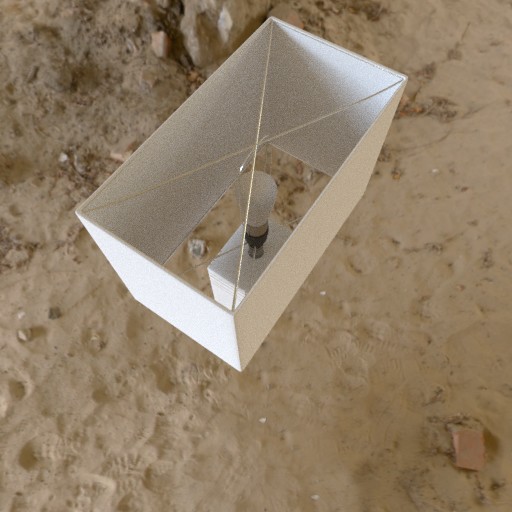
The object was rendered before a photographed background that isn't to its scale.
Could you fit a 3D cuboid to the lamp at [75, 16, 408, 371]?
[{"bbox_3d":[0.000,0.000,0.692,0.182,0.543,0.334,31,68,14],"label":"lamp"}]
